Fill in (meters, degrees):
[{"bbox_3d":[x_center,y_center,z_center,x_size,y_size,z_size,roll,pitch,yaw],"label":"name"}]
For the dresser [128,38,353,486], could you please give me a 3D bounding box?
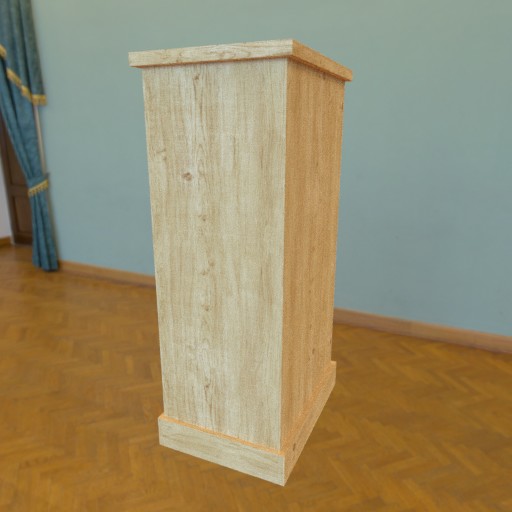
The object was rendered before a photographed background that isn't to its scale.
[{"bbox_3d":[0.000,0.000,1.293,0.390,1.041,0.531,7,17,23],"label":"dresser"}]
